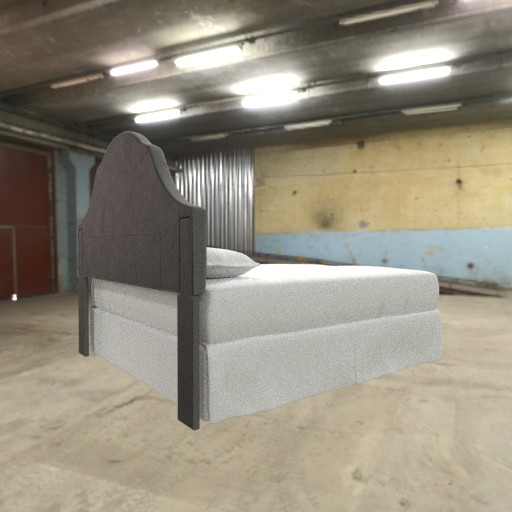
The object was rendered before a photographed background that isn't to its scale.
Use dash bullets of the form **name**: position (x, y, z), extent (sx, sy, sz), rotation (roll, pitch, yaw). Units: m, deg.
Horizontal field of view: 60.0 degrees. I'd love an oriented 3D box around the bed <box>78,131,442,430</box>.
- **bed**: position (0.000, 0.000, 3.545), extent (2.214, 1.615, 2.008), rotation (-1, 1, -37)
